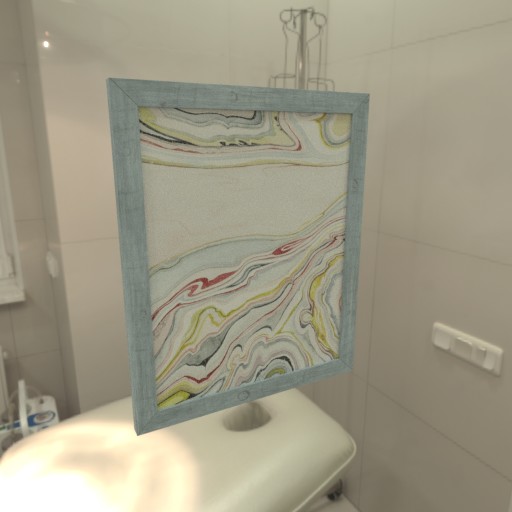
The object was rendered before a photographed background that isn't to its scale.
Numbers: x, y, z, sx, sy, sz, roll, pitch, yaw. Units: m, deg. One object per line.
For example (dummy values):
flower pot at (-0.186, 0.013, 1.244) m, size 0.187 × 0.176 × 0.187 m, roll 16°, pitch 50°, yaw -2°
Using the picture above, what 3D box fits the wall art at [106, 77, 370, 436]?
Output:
wall art at (0.000, 0.000, 0.814) m, size 0.479 × 0.582 × 0.022 m, roll -8°, pitch 17°, yaw -27°
